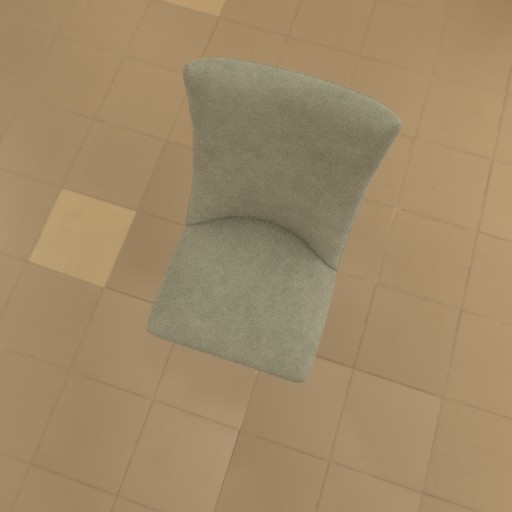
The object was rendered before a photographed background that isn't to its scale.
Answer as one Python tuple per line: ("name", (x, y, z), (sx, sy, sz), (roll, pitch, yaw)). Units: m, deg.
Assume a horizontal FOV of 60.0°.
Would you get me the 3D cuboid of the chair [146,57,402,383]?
("chair", (0.000, 0.000, 1.285), (0.495, 0.902, 0.610), (17, 76, 4))
